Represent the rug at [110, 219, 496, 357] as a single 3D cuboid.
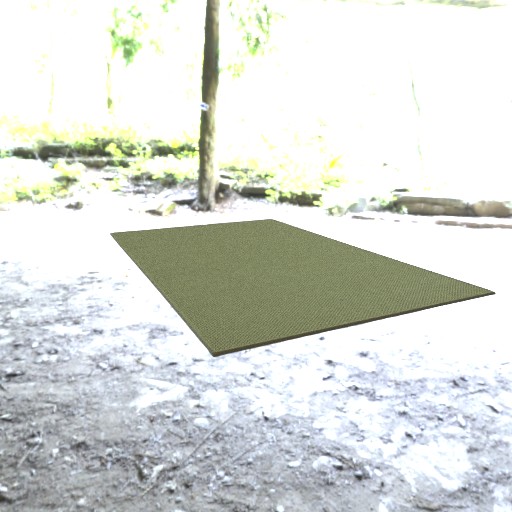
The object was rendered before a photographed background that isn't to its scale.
[{"bbox_3d":[0.000,0.000,2.056,1.067,0.013,1.676,-7,16,-25],"label":"rug"}]
